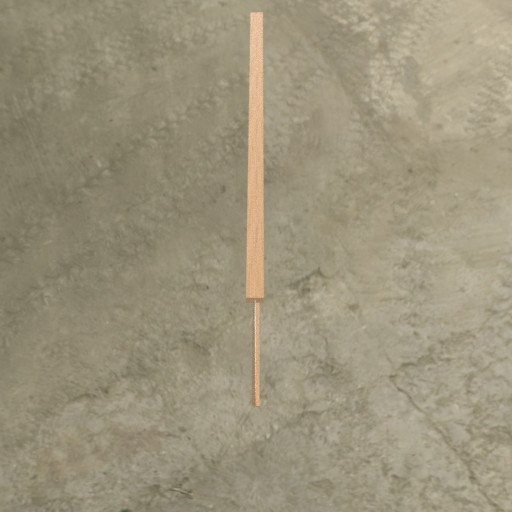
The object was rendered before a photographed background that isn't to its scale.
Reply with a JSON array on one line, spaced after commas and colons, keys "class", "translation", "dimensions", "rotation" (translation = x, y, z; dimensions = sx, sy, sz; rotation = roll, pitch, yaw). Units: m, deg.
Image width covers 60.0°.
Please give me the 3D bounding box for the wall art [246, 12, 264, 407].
[{"class": "wall art", "translation": [0.000, 0.000, 0.759], "dimensions": [0.016, 0.611, 0.401], "rotation": [0, 63, 0]}]
